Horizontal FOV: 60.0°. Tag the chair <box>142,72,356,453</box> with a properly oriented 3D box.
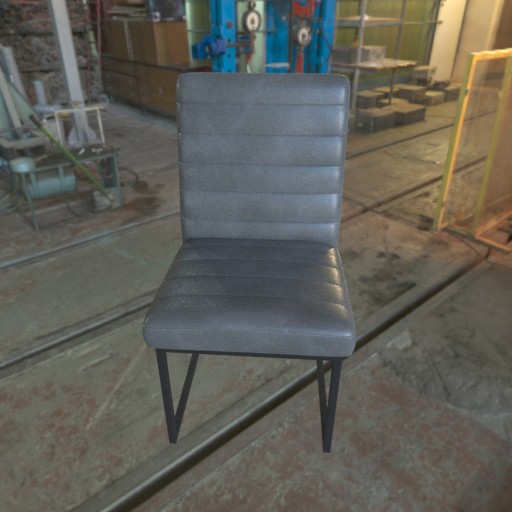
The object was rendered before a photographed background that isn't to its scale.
[{"bbox_3d":[0.000,0.000,1.297,0.520,0.930,0.634,2,30,3],"label":"chair"}]
